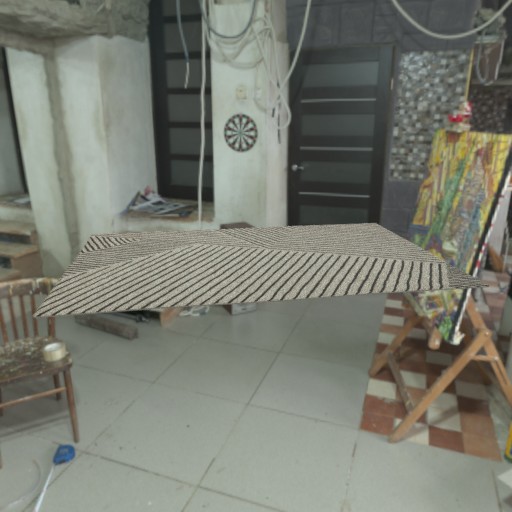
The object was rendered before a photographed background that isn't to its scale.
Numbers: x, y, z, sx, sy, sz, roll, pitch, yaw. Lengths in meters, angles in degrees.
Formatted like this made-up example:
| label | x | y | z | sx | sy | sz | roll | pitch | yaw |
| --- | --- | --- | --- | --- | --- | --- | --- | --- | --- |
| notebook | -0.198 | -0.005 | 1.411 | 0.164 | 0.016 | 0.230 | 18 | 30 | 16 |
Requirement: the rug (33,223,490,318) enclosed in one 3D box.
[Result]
| label | x | y | z | sx | sy | sz | roll | pitch | yaw |
| --- | --- | --- | --- | --- | --- | --- | --- | --- | --- |
| rug | 0.000 | 0.000 | 3.005 | 2.406 | 0.023 | 1.539 | -3 | 18 | -9 |
